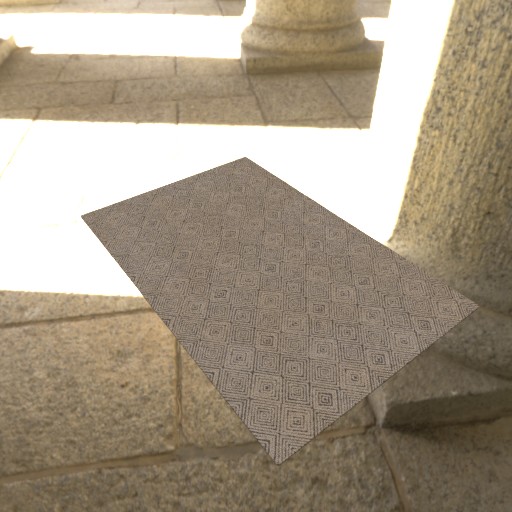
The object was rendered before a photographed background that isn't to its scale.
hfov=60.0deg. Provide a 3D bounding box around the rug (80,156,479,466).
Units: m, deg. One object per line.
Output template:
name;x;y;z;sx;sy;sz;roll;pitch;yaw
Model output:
rug;0.000;0.000;2.265;1.175;0.008;1.783;-26;47;-28
